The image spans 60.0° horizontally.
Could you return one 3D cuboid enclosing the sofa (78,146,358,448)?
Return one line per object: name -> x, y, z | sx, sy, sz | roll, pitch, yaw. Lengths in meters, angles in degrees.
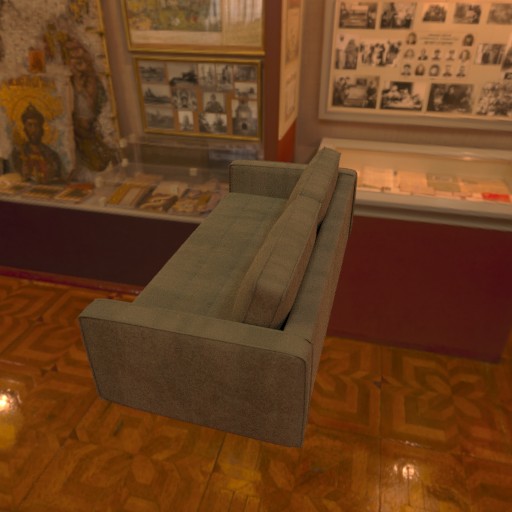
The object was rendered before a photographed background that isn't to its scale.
sofa -> 0.000, 0.000, 2.472 | 0.924, 0.825, 1.920 | 8, 32, 14
